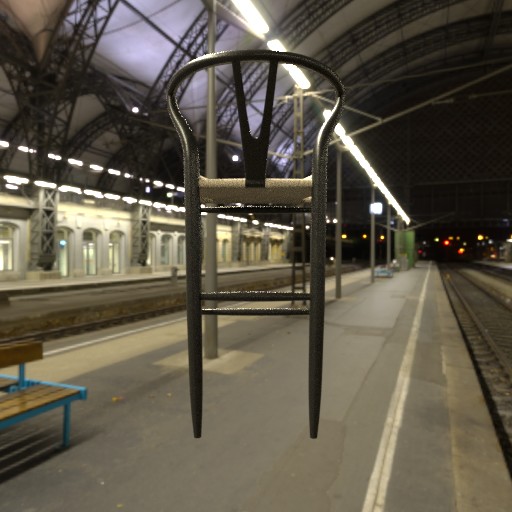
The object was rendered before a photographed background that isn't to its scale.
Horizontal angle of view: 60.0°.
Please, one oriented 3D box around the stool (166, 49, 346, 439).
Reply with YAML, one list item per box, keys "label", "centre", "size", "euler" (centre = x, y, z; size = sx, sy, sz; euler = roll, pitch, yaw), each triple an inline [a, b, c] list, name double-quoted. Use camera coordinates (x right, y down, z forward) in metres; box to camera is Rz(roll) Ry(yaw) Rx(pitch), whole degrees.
- label: "stool"
  centre: [0.000, 0.000, 1.426]
  size: [0.569, 1.072, 0.579]
  euler: [0, 0, 1]
